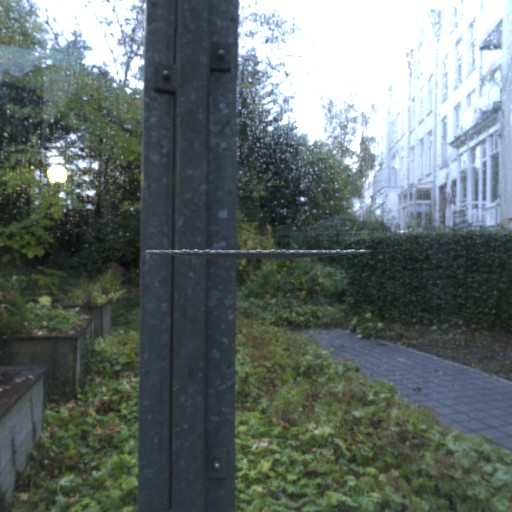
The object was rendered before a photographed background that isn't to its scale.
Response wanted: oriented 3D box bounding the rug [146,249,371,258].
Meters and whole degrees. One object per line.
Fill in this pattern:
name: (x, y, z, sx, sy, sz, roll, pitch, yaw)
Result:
rug: (0.000, 0.000, 2.720, 0.774, 0.011, 2.449, 0, -1, 0)
